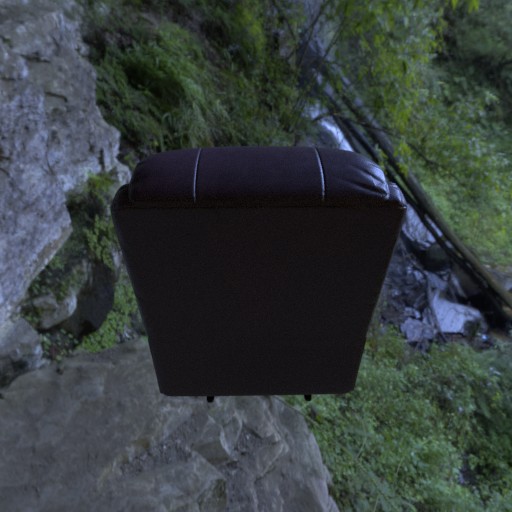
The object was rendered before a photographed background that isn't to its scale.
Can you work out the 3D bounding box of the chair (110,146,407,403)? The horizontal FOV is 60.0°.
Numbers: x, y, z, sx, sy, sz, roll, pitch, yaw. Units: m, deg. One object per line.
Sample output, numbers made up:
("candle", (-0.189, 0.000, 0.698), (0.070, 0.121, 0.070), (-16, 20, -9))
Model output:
("chair", (0.000, 0.000, 1.744), (0.838, 1.054, 1.014), (-1, 31, -1))
